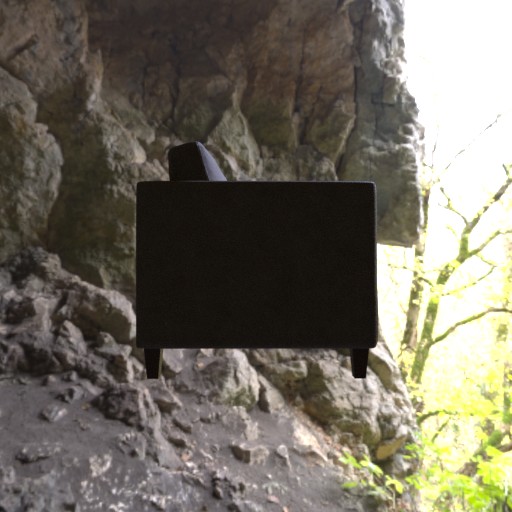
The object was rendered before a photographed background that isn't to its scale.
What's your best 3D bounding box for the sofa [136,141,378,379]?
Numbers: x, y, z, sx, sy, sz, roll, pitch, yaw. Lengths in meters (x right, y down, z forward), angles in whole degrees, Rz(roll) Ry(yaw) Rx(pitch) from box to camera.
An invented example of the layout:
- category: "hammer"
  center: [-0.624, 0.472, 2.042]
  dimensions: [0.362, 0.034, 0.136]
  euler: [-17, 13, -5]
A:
- category: "sofa"
  center: [0.000, 0.000, 2.751]
  dimensions: [0.951, 0.965, 2.208]
  euler: [0, 0, 0]
